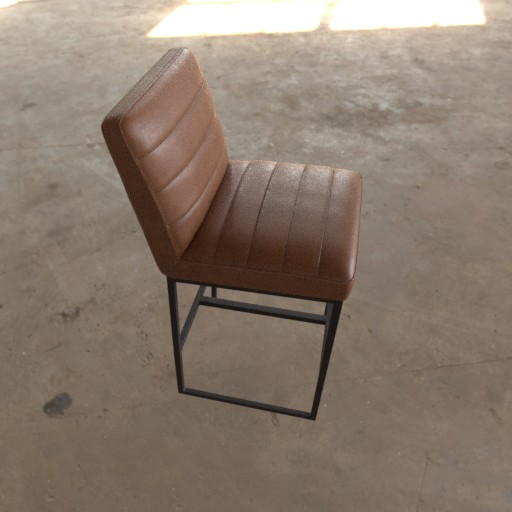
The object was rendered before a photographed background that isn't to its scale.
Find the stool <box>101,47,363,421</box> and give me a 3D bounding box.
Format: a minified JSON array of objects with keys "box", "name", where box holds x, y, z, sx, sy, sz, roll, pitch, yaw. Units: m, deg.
[{"box":[0.000,0.000,1.324,0.556,1.040,0.458,9,45,9],"name":"stool"}]
